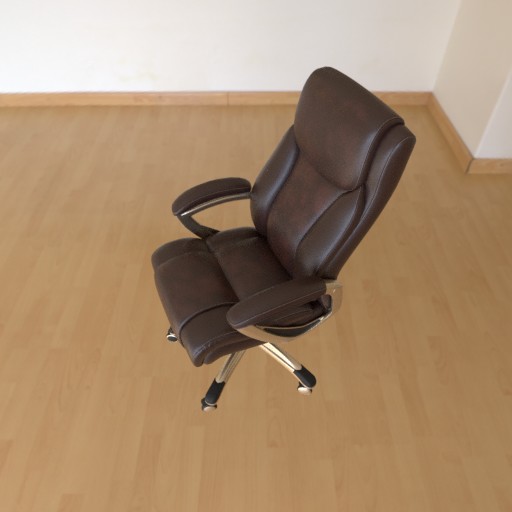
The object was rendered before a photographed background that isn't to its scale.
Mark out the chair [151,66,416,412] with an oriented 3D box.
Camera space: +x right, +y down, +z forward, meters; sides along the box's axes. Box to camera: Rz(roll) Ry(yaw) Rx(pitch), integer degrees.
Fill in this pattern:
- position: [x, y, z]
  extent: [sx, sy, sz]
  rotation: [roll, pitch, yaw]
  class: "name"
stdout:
- position: [0.000, 0.000, 1.655]
  extent: [0.749, 1.194, 0.692]
  rotation: [-18, 49, -17]
  class: "chair"
